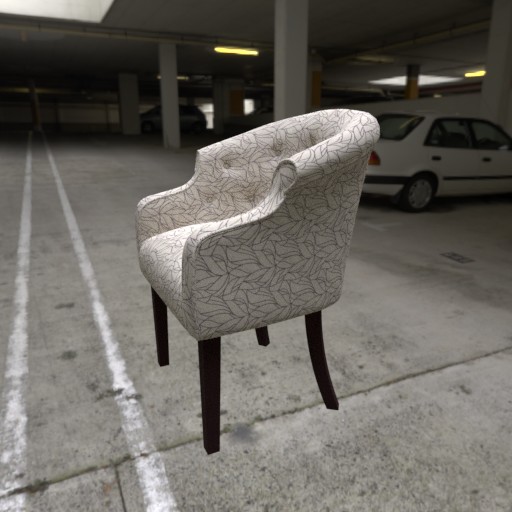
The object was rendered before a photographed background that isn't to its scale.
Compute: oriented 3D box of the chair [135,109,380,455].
[{"bbox_3d":[0.000,0.000,1.348,0.613,0.858,0.686,-7,17,-25],"label":"chair"}]
